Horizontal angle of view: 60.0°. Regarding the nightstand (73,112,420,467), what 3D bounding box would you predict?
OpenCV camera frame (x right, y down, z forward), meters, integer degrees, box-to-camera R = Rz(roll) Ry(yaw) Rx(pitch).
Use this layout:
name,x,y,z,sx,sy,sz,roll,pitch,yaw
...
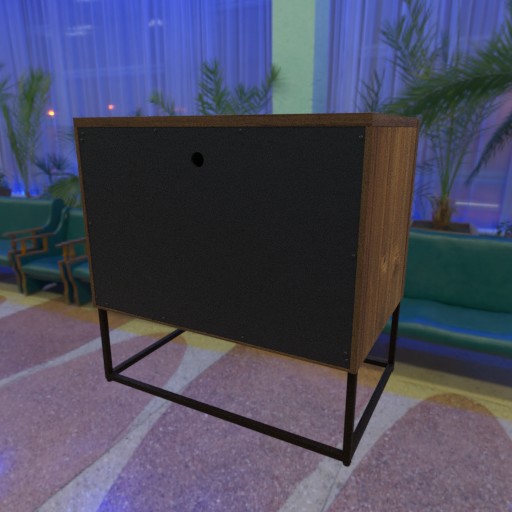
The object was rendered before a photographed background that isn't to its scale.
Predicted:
name,x,y,z,sx,sy,sz,roll,pitch,yaw
nightstand,0.000,0.000,1.025,0.610,0.610,0.437,8,18,27
